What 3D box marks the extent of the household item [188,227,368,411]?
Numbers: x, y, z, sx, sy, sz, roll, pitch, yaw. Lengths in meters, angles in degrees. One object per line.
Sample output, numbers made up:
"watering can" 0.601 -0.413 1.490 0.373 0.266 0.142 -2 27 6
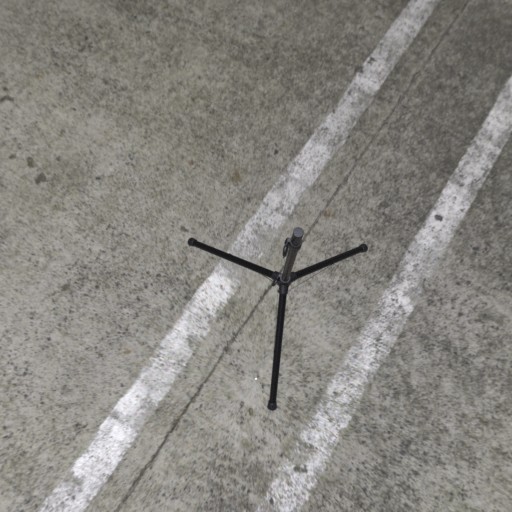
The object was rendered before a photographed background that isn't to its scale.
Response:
"household item" 0.000 0.000 1.934 0.907 1.136 1.045 32 77 8
